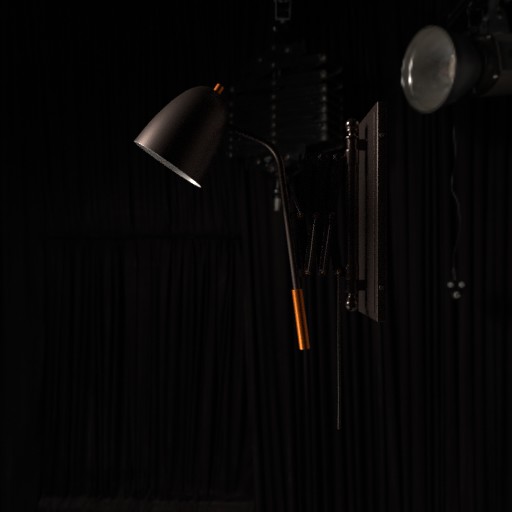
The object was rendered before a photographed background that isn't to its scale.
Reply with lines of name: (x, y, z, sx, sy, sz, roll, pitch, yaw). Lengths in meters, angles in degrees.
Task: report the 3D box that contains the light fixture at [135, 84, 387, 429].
light fixture: (0.000, 0.000, 0.925, 0.499, 0.715, 0.162, 0, 0, 0)
